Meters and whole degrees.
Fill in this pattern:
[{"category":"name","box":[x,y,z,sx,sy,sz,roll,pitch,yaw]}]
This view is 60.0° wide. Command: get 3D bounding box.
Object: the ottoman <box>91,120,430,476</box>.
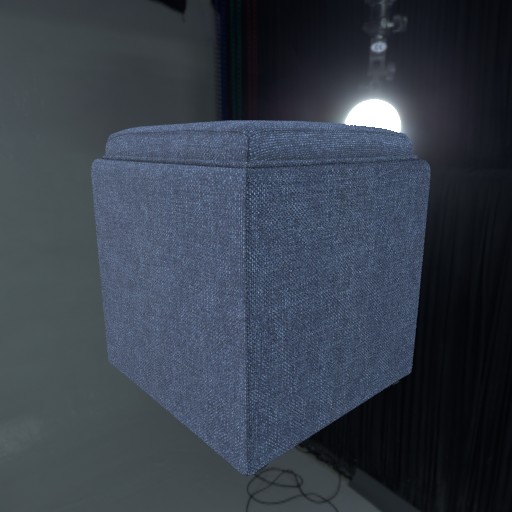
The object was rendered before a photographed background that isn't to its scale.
[{"category":"ottoman","box":[0.000,0.000,0.846,0.436,0.493,0.454,-12,19,-40]}]
